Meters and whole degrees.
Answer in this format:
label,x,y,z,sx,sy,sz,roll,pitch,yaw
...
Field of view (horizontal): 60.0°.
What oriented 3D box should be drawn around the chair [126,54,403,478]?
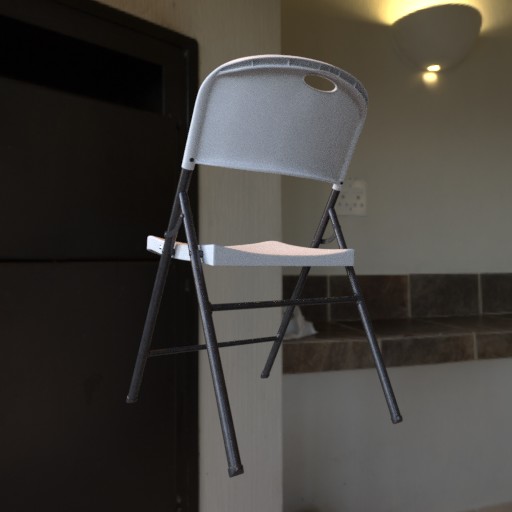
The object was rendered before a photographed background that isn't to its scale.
label,x,y,z,sx,sy,sz,roll,pitch,yaw
chair,0.000,0.000,1.156,0.494,0.810,0.566,1,-2,-35
